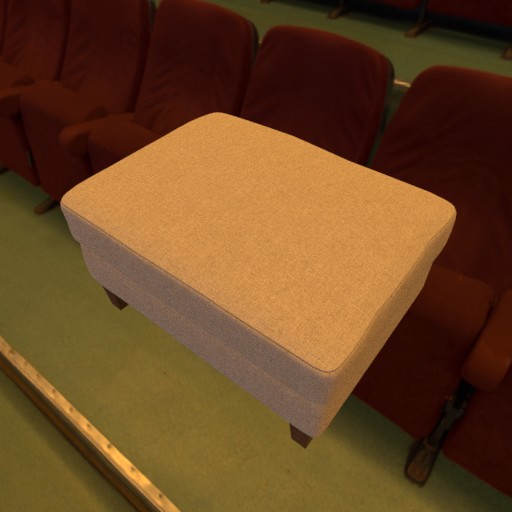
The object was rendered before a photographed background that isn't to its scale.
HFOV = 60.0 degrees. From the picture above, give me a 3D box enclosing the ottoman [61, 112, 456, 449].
[{"bbox_3d":[0.000,0.000,1.343,0.898,0.519,0.677,29,52,26],"label":"ottoman"}]
